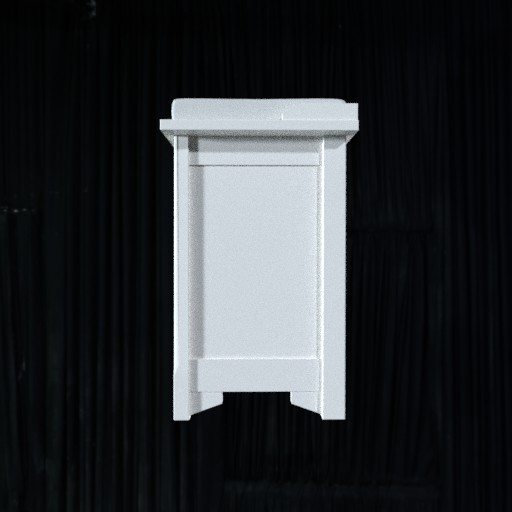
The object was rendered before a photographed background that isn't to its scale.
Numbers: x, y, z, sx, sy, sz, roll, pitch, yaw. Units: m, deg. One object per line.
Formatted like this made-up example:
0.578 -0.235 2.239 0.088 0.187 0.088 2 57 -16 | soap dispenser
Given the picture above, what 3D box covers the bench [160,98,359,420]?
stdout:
0.000 0.000 1.270 0.346 0.589 0.987 0 1 -1 | bench
